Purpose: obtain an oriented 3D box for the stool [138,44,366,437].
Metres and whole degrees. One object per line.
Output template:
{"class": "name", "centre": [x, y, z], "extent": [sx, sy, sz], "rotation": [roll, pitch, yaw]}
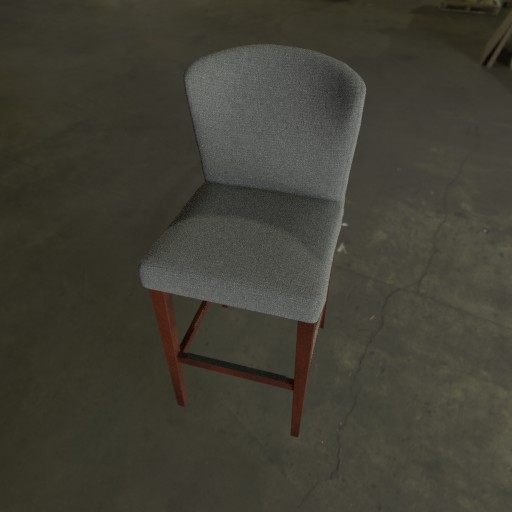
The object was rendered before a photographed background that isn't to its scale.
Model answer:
{"class": "stool", "centre": [0.000, 0.000, 1.357], "extent": [0.486, 1.069, 0.568], "rotation": [11, 42, 12]}
